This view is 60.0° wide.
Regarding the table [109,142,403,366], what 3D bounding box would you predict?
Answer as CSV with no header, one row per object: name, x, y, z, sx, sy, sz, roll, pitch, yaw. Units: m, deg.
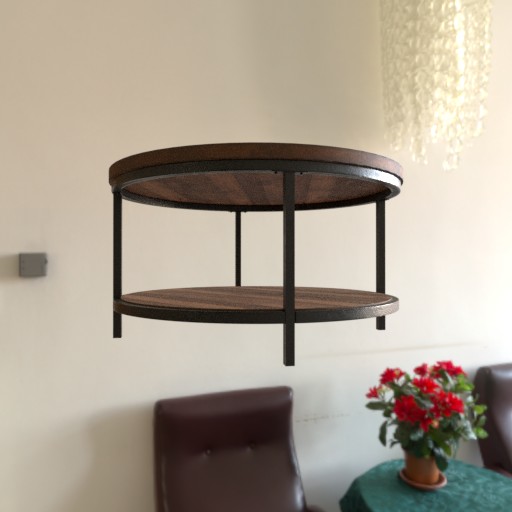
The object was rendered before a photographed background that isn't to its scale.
table,0.000,0.000,1.326,0.837,0.462,0.837,0,0,0
